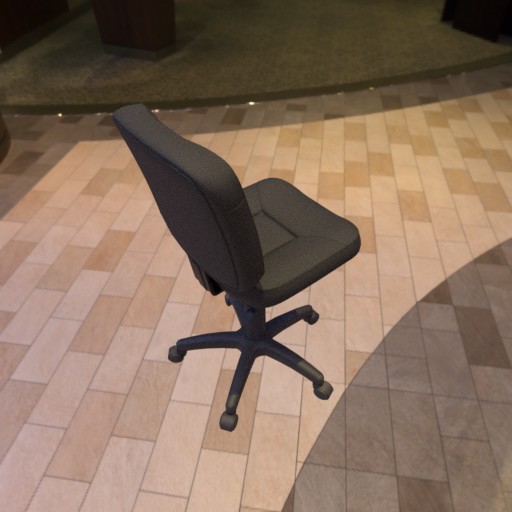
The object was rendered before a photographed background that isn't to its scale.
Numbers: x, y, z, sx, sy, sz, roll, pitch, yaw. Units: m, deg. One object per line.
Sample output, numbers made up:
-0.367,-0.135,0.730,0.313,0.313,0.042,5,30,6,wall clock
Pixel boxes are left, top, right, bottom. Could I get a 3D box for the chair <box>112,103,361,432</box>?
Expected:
0.000,0.000,1.337,0.610,0.972,0.610,-27,47,-28,chair
